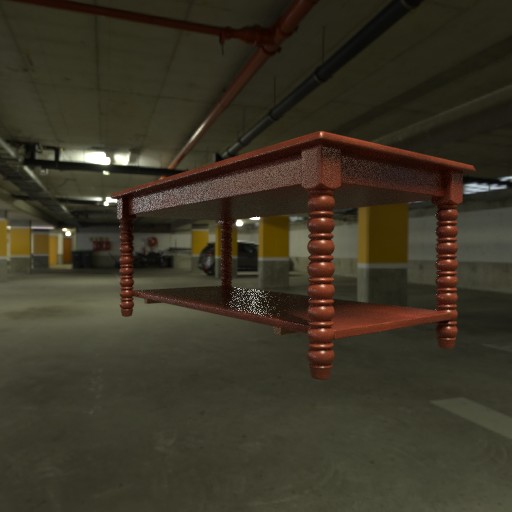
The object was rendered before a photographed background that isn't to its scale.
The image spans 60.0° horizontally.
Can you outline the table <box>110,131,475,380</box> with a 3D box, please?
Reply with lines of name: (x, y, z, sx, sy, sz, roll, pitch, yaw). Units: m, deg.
table: (0.000, 0.000, 1.466, 0.580, 0.485, 1.171, 0, 1, -37)
